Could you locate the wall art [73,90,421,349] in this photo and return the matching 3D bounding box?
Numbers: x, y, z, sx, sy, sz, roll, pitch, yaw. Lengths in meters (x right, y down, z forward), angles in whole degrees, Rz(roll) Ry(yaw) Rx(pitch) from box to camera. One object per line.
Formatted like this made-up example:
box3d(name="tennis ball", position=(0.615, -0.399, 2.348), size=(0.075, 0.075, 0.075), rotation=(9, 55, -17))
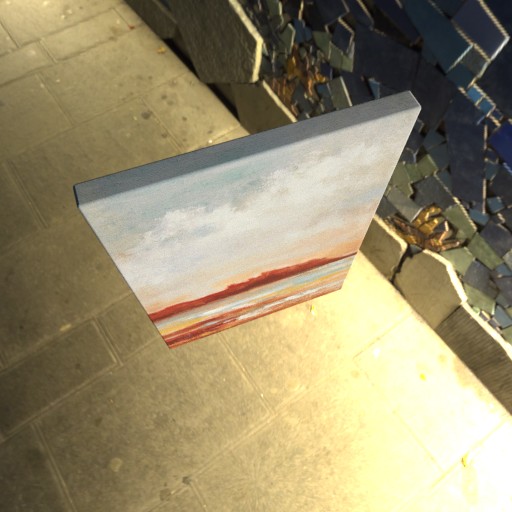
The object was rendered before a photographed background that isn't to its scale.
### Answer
box3d(name="wall art", position=(0.000, 0.000, 0.810), size=(0.443, 0.605, 0.035), rotation=(-18, 64, -9))
